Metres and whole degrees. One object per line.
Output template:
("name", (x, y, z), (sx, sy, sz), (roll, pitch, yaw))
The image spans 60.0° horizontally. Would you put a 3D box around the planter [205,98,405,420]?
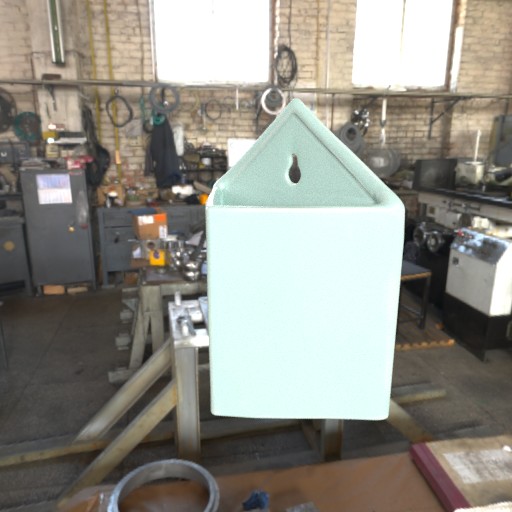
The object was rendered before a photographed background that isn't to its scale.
("planter", (0.000, 0.000, 0.287), (0.164, 0.197, 0.079), (14, 21, 43))
